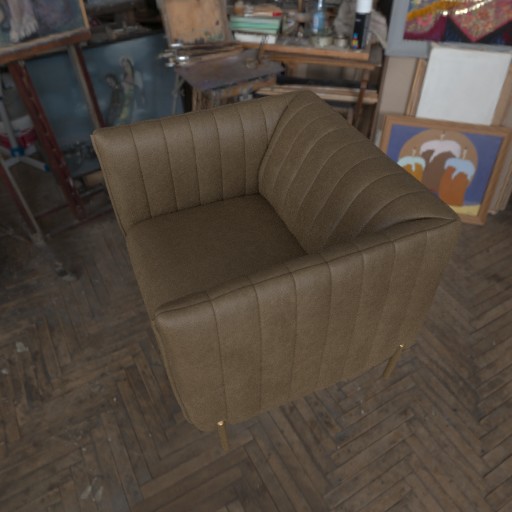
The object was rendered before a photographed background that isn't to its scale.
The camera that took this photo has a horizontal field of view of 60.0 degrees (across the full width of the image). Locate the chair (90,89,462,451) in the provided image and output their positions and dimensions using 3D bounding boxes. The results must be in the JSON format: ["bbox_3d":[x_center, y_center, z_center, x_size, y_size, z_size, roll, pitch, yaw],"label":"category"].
[{"bbox_3d":[0.000,0.000,1.629,0.876,0.779,0.981,-17,47,-16],"label":"chair"}]
